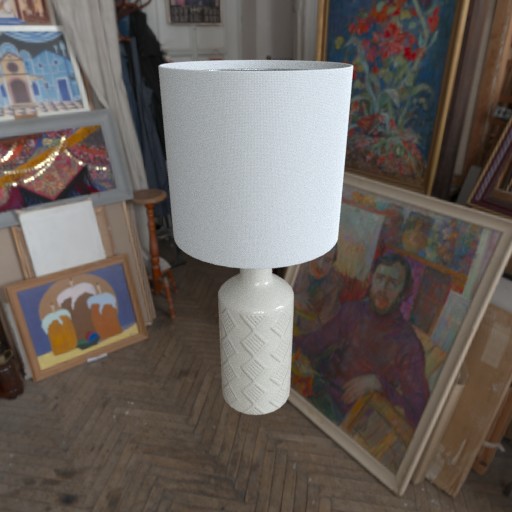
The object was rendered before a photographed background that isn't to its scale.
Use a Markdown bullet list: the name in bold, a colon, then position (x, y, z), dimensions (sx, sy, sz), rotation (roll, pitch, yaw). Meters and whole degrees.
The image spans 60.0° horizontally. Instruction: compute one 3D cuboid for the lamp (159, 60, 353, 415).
- **lamp**: position (0.000, 0.000, 0.580), dimensions (0.207, 0.461, 0.207), rotation (7, 27, 14)
